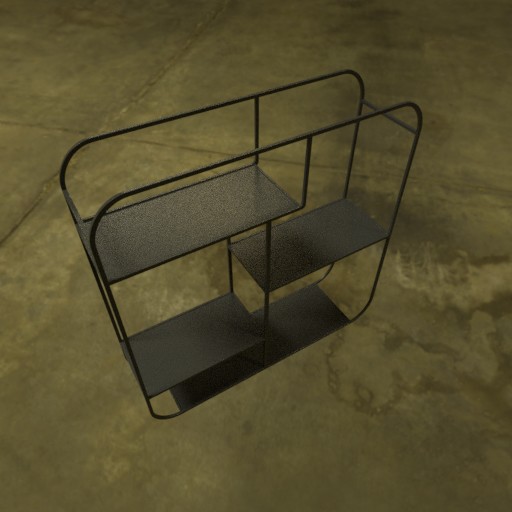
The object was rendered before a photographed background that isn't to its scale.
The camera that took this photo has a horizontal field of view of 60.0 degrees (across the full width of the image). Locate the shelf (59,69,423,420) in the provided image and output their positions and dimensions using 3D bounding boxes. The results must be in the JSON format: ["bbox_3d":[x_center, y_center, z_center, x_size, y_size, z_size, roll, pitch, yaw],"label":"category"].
[{"bbox_3d":[0.000,0.000,0.902,0.600,0.600,0.160,-23,49,-22],"label":"shelf"}]
